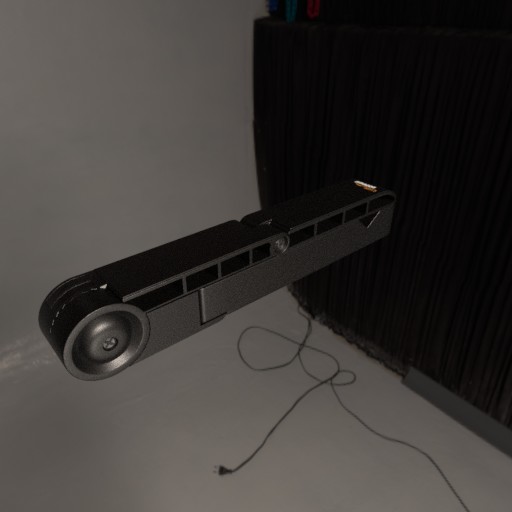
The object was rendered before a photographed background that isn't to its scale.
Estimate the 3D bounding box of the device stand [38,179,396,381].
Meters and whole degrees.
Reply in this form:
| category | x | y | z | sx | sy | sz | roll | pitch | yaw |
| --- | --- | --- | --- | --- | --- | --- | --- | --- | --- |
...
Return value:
| category | x | y | z | sx | sy | sz | roll | pitch | yaw |
| --- | --- | --- | --- | --- | --- | --- | --- | --- | --- |
| device stand | 0.000 | 0.000 | 0.198 | 0.179 | 0.030 | 0.026 | -23 | 37 | -34 |
